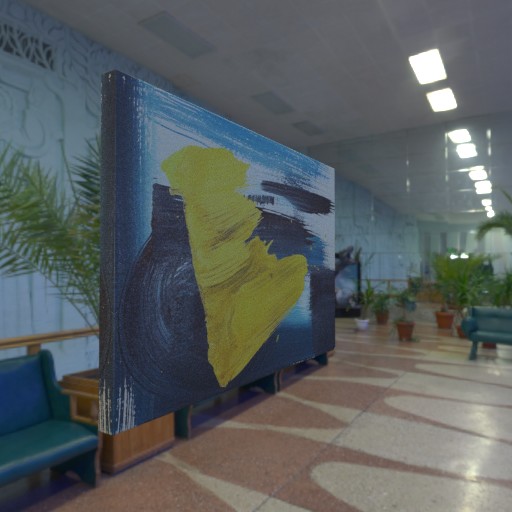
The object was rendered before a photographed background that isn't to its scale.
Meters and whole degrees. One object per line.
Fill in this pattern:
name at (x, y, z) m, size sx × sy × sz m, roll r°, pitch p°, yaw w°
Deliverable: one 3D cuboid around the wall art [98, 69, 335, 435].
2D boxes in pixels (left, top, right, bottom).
wall art at (0.000, 0.000, 1.128) m, size 0.039 × 0.610 × 0.914 m, roll -1°, pitch -2°, yaw 33°
